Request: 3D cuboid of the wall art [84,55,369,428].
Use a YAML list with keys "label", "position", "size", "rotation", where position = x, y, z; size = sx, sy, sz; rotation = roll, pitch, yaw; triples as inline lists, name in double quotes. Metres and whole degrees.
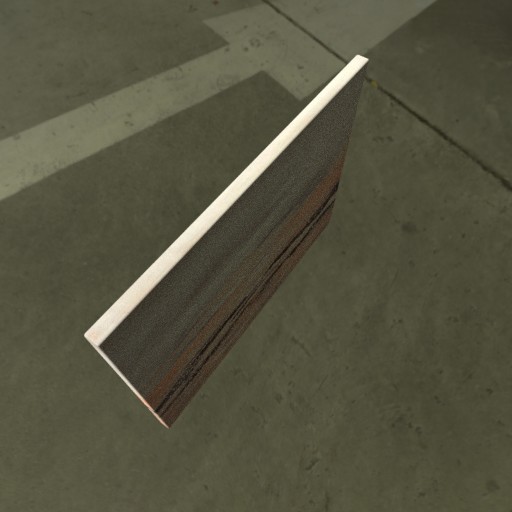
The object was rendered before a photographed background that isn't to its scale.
- label: "wall art"
  position: [0.000, 0.000, 1.331]
  size: [0.038, 0.763, 1.015]
  rotation: [31, 63, 18]
